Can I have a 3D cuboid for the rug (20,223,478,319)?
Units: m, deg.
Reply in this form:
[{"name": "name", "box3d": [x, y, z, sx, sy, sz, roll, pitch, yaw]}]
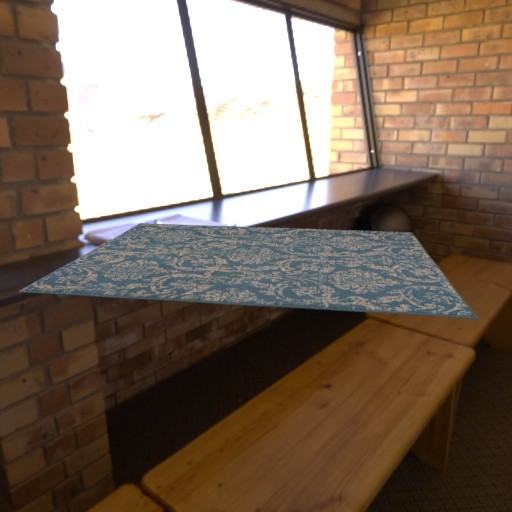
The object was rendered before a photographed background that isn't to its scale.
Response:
[{"name": "rug", "box3d": [0.000, 0.000, 2.834, 2.205, 0.012, 1.554, 2, 17, 8]}]
